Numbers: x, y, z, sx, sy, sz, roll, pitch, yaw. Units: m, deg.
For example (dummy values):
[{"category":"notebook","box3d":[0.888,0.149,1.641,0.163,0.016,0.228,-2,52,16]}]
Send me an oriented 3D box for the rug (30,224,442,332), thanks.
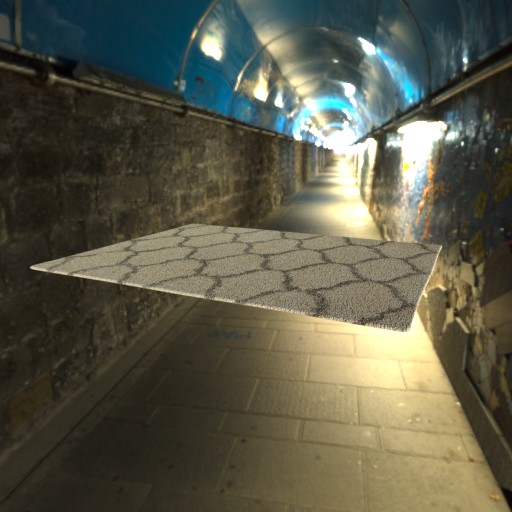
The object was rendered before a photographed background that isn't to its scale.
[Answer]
[{"category":"rug","box3d":[0.000,0.000,4.054,3.000,0.026,2.399,7,15,25]}]
